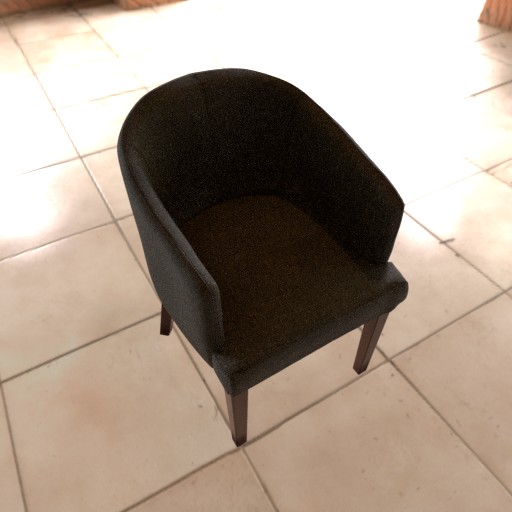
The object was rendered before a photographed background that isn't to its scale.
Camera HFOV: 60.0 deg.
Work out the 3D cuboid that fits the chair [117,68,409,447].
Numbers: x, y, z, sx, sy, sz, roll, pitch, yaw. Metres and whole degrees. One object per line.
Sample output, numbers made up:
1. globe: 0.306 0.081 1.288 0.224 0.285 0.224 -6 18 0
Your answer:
1. chair: 0.000 0.000 1.245 0.583 0.811 0.655 -24 51 -21
